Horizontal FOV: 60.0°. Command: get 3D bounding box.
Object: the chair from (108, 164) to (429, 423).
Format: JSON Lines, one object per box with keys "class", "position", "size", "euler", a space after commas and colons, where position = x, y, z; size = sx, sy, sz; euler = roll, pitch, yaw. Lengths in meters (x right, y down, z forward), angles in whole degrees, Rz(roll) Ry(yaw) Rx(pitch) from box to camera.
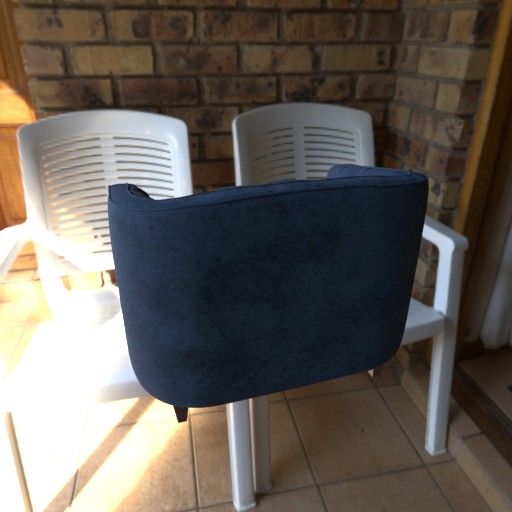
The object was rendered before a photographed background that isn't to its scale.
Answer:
{"class": "chair", "position": [0.000, 0.000, 1.800], "size": [1.094, 0.852, 0.940], "euler": [-8, 28, -16]}
